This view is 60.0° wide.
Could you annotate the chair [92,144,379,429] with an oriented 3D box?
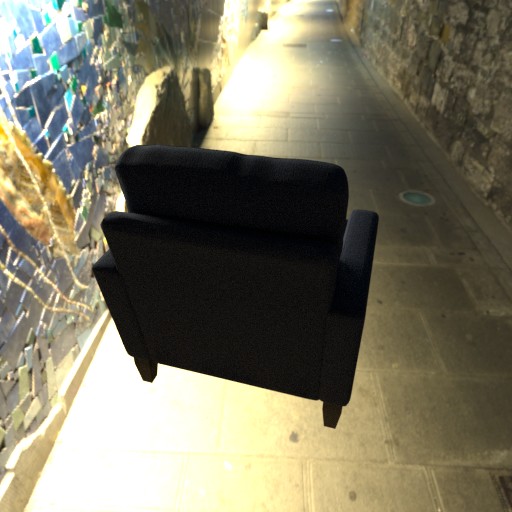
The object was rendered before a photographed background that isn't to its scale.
[{"bbox_3d":[0.000,0.000,1.688,0.855,0.991,0.897,9,34,14],"label":"chair"}]
